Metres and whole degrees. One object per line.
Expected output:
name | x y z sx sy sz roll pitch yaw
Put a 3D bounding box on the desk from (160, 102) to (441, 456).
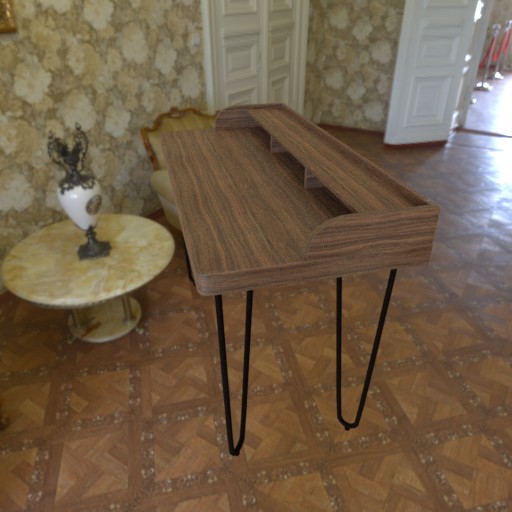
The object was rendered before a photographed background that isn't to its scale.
desk | 0.000 0.000 1.667 0.565 0.854 1.200 -7 31 -12
